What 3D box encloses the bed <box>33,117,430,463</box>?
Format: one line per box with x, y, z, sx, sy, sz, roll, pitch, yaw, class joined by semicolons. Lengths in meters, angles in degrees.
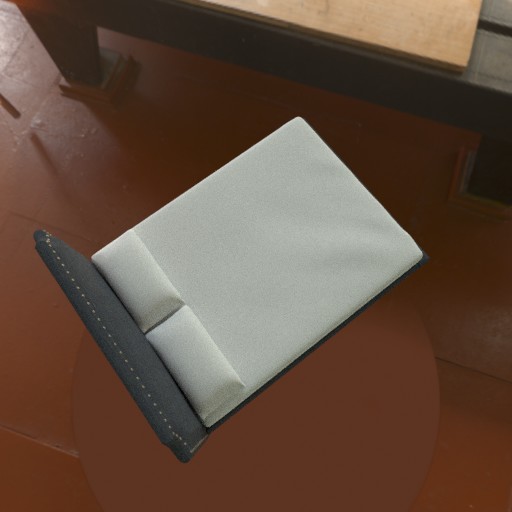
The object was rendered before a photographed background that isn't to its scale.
0.000;0.000;3.411;2.372;1.443;1.713;-36;77;-9;bed
